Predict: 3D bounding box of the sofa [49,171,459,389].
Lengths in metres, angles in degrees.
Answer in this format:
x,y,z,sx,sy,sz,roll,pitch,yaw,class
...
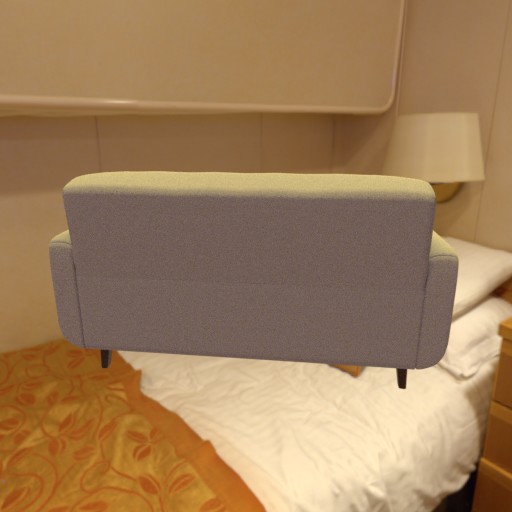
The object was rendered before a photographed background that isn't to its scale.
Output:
x,y,z,sx,sy,sz,roll,pitch,yaw,class
0.000,0.000,2.206,1.655,0.892,0.980,2,17,7,sofa
